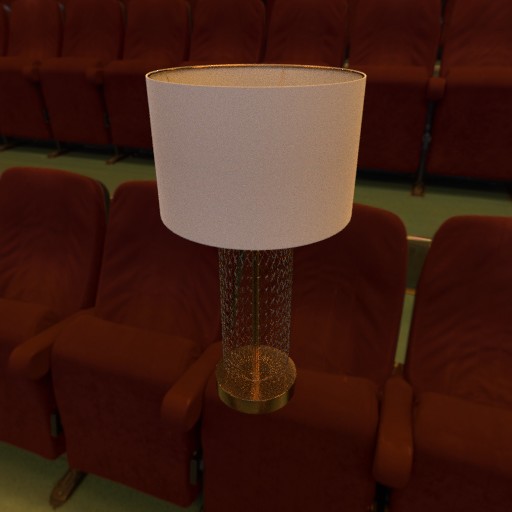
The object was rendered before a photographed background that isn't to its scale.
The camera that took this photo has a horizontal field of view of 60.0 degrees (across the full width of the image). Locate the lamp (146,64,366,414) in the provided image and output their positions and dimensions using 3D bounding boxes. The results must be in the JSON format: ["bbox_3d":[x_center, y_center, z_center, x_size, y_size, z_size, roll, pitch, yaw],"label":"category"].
[{"bbox_3d":[0.000,0.000,0.630,0.252,0.483,0.252,9,29,16],"label":"lamp"}]
